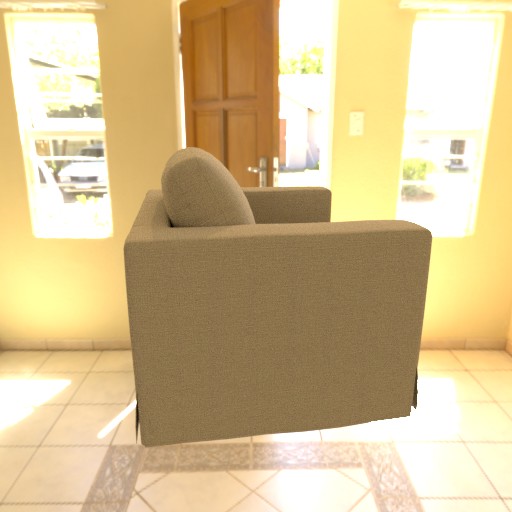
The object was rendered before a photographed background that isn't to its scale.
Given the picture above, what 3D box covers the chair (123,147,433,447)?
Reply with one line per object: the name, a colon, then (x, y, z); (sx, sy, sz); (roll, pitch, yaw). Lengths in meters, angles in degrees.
chair: (0.000, 0.000, 1.862); (0.957, 0.878, 1.150); (-3, 16, -9)
